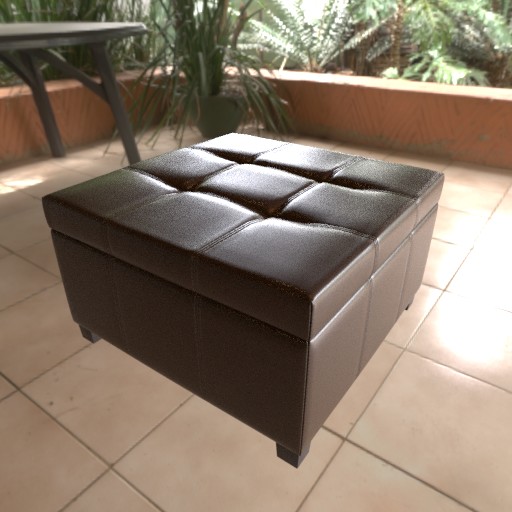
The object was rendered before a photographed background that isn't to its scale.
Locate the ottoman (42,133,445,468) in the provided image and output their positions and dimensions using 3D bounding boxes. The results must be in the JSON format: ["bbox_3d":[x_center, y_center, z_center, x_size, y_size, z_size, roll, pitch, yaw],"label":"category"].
[{"bbox_3d":[0.000,0.000,1.284,0.788,0.460,0.787,19,35,30],"label":"ottoman"}]
